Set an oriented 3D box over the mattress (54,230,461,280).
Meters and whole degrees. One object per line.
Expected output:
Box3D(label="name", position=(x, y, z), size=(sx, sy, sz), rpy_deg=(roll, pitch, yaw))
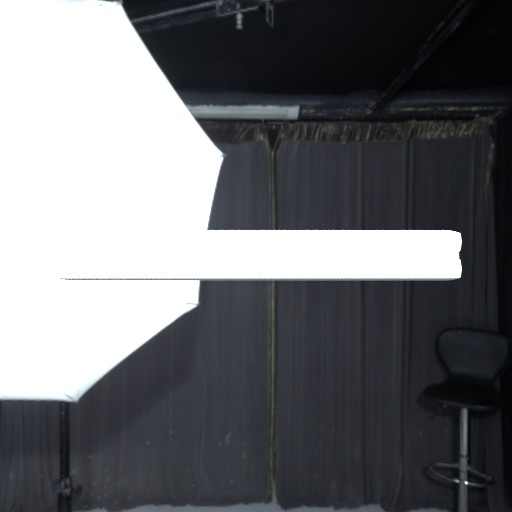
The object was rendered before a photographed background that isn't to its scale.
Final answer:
Box3D(label="mattress", position=(0.000, 0.000, 2.730), size=(1.600, 0.200, 2.000), rpy_deg=(0, 0, -1))
